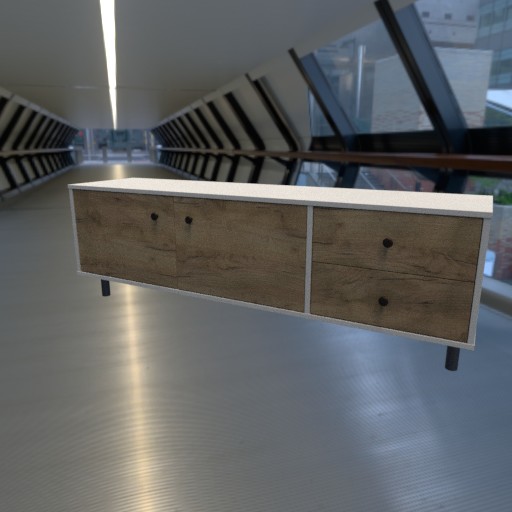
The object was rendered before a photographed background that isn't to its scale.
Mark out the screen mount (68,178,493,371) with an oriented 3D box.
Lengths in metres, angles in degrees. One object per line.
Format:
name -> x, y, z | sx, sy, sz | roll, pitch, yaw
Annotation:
screen mount -> 0.000, 0.000, 1.752 | 1.600, 0.520, 0.418 | 8, 17, 26
